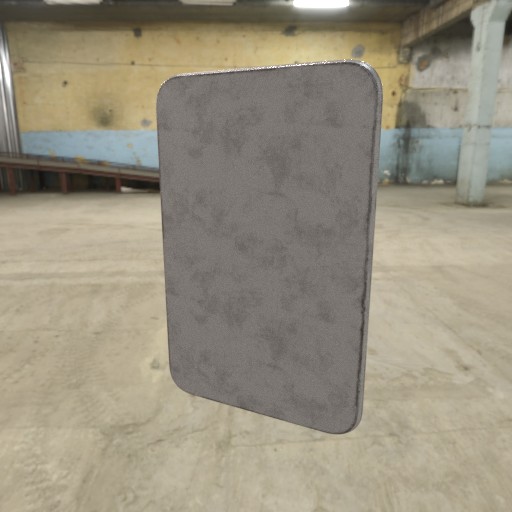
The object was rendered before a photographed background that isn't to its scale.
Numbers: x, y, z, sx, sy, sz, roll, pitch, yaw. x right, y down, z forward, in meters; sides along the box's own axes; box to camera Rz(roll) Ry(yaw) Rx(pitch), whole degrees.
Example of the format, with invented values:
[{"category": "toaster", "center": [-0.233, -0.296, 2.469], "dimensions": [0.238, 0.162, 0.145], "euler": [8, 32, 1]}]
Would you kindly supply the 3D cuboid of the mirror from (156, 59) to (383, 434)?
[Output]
[{"category": "mirror", "center": [0.000, 0.000, 0.894], "dimensions": [0.461, 0.713, 0.024], "euler": [7, 15, 25]}]
